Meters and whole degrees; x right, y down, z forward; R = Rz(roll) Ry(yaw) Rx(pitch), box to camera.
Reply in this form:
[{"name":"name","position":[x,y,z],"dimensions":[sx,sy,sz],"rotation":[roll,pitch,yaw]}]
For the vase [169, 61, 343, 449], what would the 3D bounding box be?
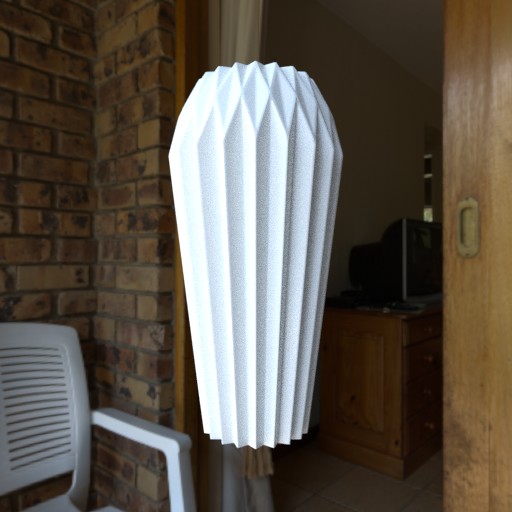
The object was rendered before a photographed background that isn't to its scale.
[{"name":"vase","position":[0.000,0.000,0.342],"dimensions":[0.133,0.263,0.133],"rotation":[0,0,0]}]
